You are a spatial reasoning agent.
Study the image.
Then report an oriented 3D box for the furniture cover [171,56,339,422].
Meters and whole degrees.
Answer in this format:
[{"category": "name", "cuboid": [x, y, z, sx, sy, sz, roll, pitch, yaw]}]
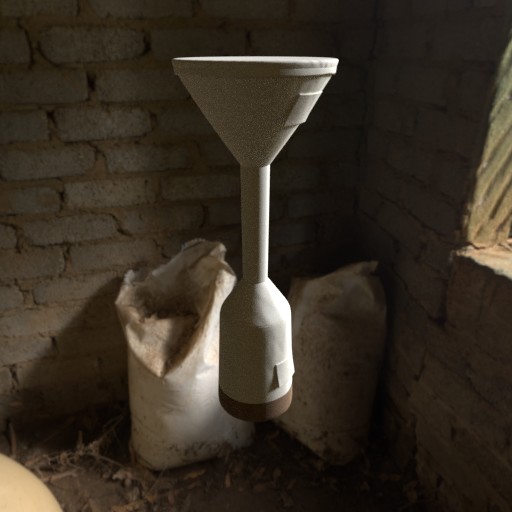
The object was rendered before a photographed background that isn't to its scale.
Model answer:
[{"category": "furniture cover", "cuboid": [0.000, 0.000, 2.958, 0.914, 2.413, 0.914, 17, 30, 31]}]
